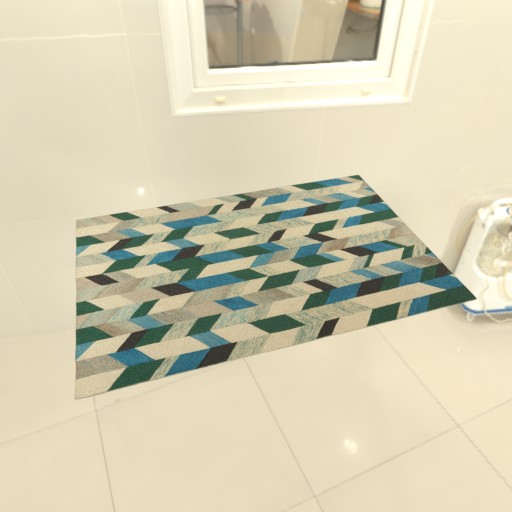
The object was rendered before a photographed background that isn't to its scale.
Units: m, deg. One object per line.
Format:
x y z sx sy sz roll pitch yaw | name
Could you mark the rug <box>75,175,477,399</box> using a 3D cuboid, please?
0.000 0.000 2.345 1.827 0.005 1.229 -11 42 -13 | rug
